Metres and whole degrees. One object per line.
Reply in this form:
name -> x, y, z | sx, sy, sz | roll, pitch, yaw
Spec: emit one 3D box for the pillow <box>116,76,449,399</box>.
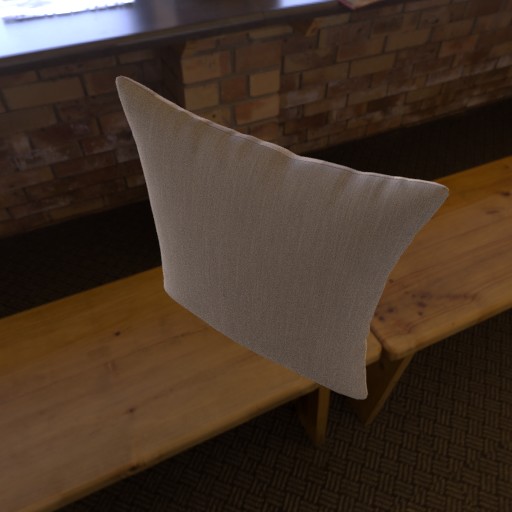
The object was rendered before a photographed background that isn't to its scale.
pillow -> 0.000, 0.000, 0.767 | 0.511, 0.509, 0.161 | 26, 52, 22
